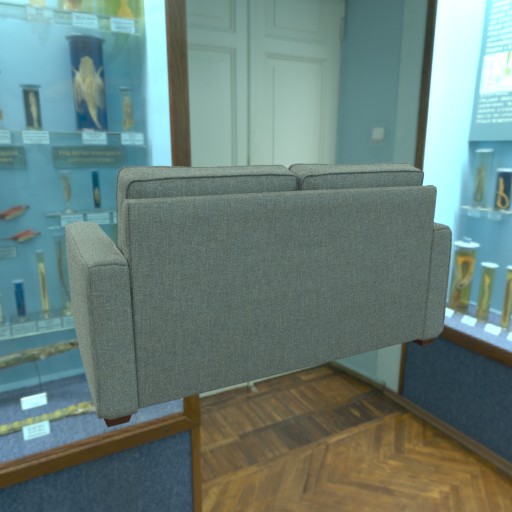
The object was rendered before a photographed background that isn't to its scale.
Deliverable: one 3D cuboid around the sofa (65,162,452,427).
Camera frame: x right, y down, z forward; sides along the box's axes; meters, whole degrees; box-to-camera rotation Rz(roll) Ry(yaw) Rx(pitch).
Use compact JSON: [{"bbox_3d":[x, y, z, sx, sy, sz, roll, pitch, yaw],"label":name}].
[{"bbox_3d":[0.000,0.000,2.205,1.706,0.915,0.945,-7,15,-26],"label":"sofa"}]
